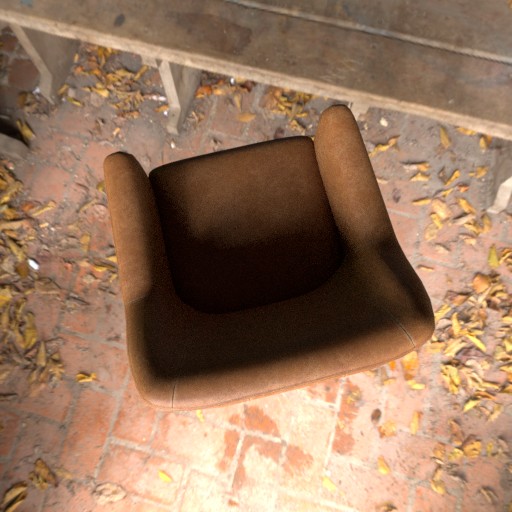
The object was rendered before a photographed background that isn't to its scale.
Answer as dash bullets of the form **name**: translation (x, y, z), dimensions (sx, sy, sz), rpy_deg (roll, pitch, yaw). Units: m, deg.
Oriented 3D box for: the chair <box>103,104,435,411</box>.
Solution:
- **chair**: translation (0.000, 0.000, 1.825), dimensions (1.037, 0.980, 1.034), rpy_deg (-13, 77, -3)
